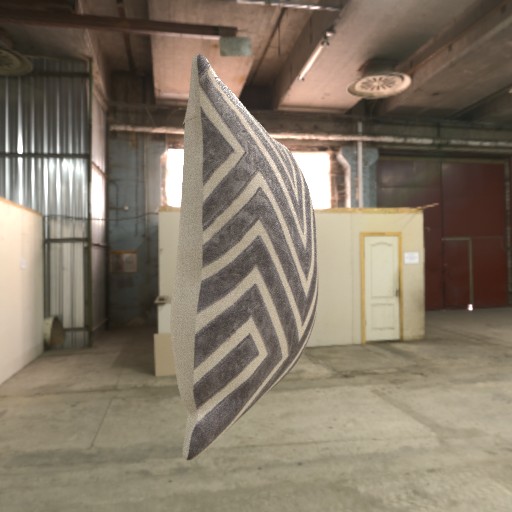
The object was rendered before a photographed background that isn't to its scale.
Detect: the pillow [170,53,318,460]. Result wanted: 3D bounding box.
[{"bbox_3d":[0.000,0.000,0.676,0.182,0.441,0.440,0,0,17],"label":"pillow"}]
